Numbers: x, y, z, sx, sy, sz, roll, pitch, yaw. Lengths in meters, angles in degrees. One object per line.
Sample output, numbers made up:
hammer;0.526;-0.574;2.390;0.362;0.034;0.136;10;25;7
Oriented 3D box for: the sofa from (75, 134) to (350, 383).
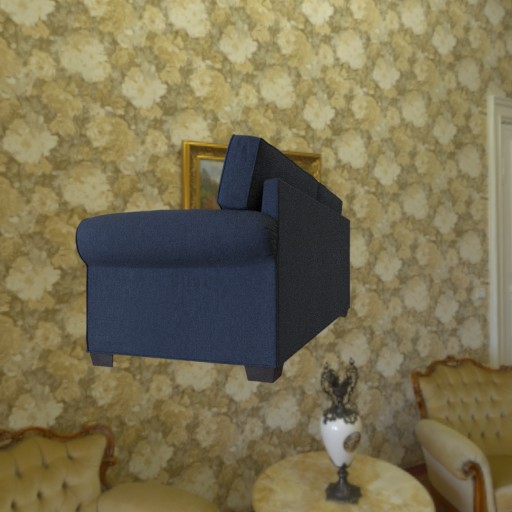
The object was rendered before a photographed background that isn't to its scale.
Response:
sofa;0.000;0.000;2.938;0.954;1.026;2.391;0;0;19
